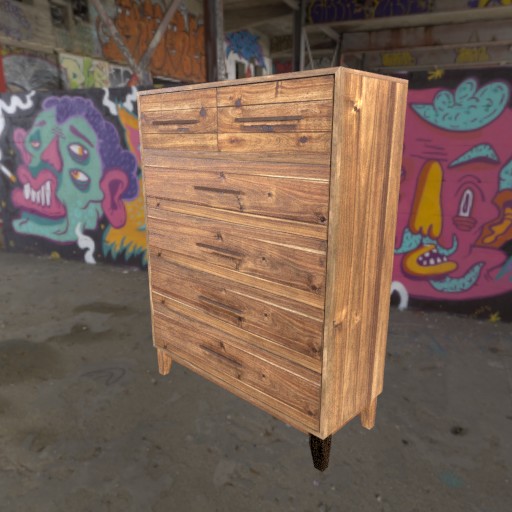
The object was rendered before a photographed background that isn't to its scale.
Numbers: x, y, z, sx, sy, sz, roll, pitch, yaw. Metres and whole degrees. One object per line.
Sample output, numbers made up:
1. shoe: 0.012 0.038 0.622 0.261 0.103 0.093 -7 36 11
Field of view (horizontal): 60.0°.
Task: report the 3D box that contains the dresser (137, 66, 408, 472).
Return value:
1. dresser: 0.000 0.000 1.939 1.062 1.393 0.442 14 20 42
